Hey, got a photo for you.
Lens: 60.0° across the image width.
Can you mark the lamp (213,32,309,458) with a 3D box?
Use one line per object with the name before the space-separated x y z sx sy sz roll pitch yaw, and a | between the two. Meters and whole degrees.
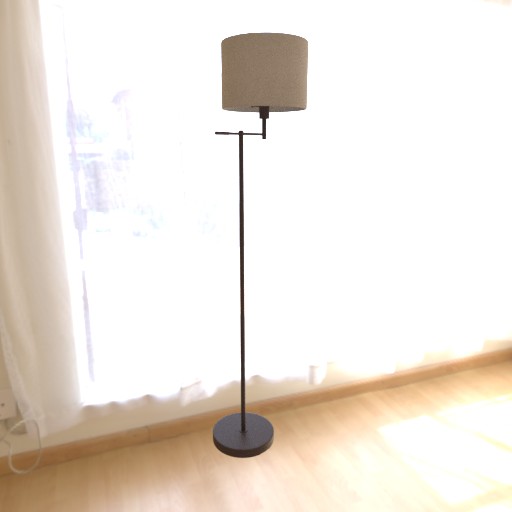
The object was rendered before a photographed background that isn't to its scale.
lamp | 0.000 0.000 1.790 0.324 1.600 0.416 13 19 42
